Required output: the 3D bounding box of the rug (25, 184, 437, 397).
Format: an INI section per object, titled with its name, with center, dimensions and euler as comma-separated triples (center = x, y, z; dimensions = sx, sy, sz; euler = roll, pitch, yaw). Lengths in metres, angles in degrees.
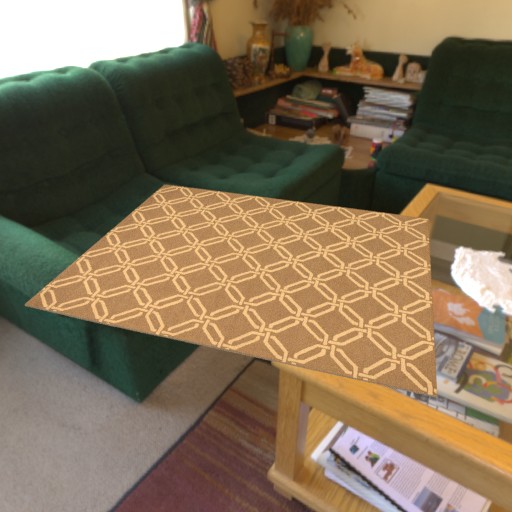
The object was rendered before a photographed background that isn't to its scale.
[rug]
center = 0.000, 0.000, 3.847
dimensions = 2.895, 0.018, 2.288
euler = 9, 34, 14
